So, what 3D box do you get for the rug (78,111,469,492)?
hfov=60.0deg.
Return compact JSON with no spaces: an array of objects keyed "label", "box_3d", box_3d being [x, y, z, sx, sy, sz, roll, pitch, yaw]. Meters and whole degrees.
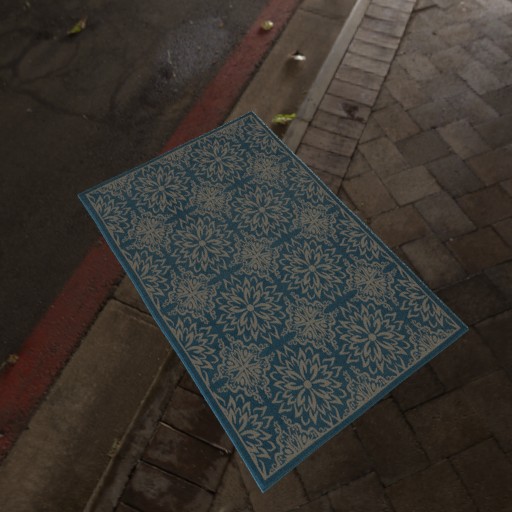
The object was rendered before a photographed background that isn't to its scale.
[{"label":"rug","box_3d":[0.000,0.000,2.326,1.211,0.012,1.833,-31,64,-17]}]
